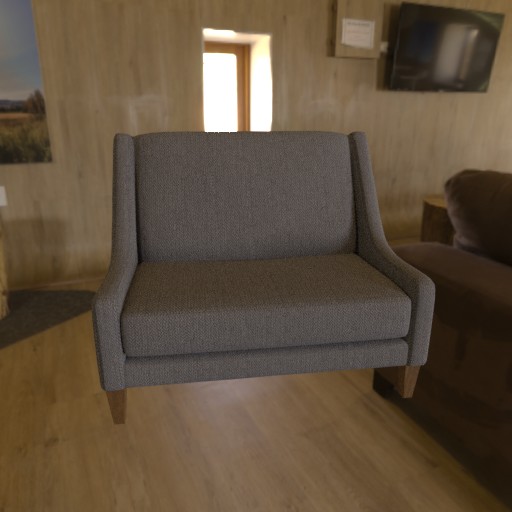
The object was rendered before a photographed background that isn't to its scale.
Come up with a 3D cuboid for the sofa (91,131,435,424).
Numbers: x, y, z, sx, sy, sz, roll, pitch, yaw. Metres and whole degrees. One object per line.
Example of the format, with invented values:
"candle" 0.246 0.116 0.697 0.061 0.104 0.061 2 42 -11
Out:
"sofa" 0.000 0.000 1.922 1.242 1.022 0.873 -2 18 -8
